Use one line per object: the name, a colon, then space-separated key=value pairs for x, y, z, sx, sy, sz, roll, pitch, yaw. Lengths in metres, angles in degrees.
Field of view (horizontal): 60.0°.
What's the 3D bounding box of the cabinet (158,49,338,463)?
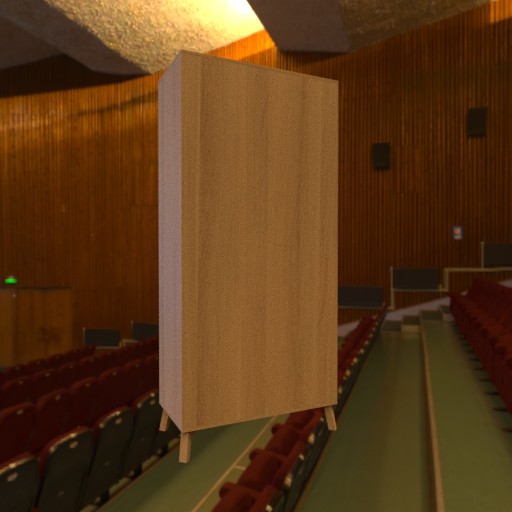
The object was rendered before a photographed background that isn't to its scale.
cabinet: x=0.000 y=0.000 z=2.645 sx=0.969 sy=1.957 sz=1.272 roll=0 pitch=1 yaw=19
